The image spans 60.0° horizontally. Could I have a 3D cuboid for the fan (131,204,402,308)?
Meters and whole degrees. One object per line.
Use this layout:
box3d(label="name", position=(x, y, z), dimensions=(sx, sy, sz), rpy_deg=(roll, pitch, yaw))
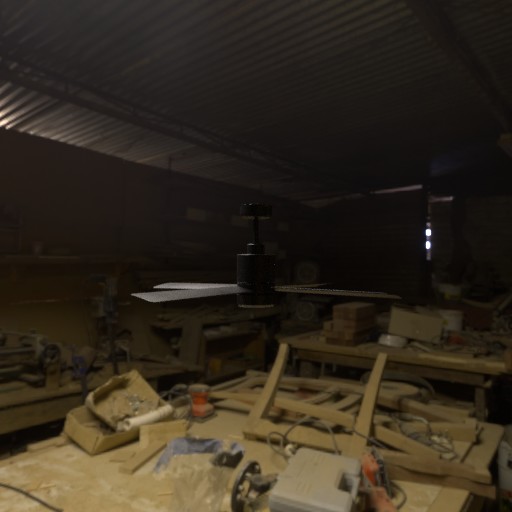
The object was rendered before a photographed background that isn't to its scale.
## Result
box3d(label="fan", position=(0.000, 0.000, 2.367), dimensions=(1.525, 0.534, 1.525), rpy_deg=(-1, -1, 38))
